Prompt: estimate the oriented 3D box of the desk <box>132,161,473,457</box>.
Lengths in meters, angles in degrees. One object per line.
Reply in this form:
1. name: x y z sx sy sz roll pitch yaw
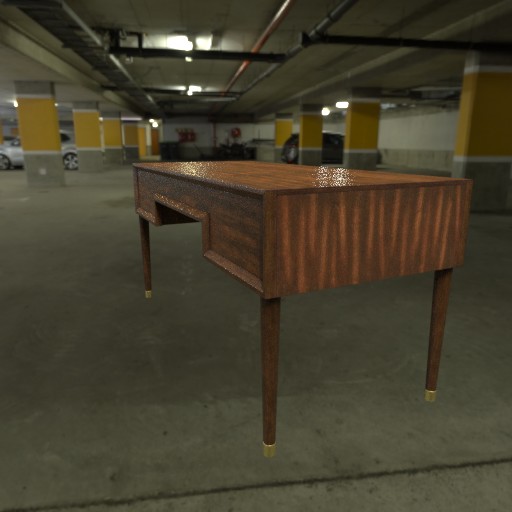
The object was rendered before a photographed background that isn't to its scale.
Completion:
1. desk: 0.000 0.000 1.974 0.724 0.762 1.575 -7 16 -25
